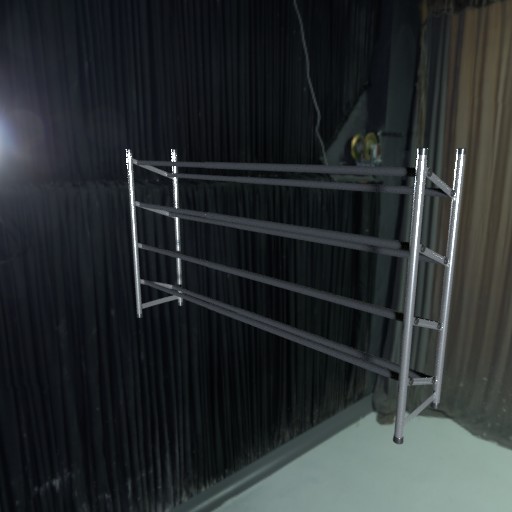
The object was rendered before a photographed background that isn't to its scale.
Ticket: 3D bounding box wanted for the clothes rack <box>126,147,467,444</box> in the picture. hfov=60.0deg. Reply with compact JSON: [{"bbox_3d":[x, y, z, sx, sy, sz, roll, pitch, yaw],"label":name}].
[{"bbox_3d":[0.000,0.000,1.429,1.168,0.672,0.229,13,18,43],"label":"clothes rack"}]
